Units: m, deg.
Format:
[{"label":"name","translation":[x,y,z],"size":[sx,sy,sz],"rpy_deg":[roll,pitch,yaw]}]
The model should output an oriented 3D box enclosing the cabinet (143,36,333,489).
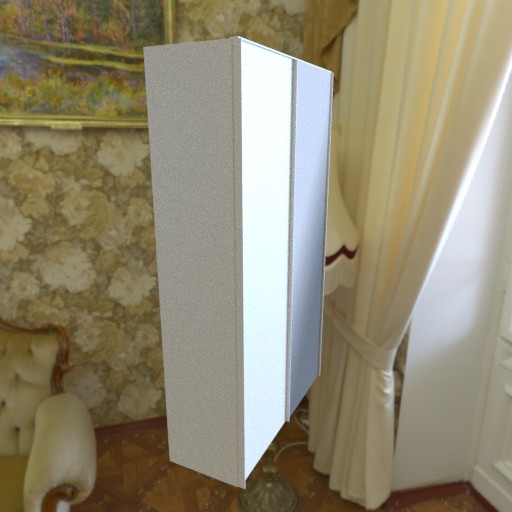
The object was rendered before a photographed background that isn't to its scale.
[{"label":"cabinet","translation":[0.000,0.000,2.658],"size":[0.480,2.160,1.250],"rpy_deg":[8,18,25]}]
